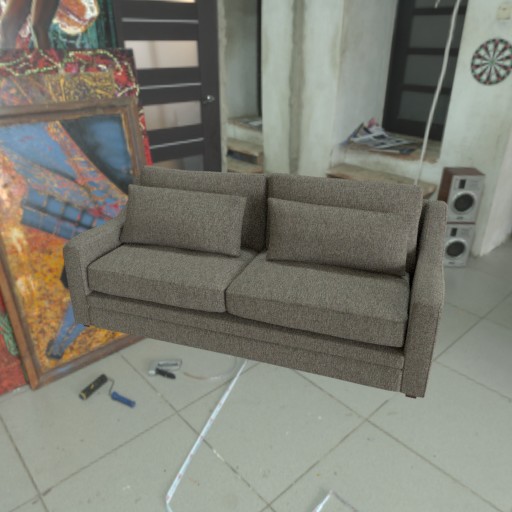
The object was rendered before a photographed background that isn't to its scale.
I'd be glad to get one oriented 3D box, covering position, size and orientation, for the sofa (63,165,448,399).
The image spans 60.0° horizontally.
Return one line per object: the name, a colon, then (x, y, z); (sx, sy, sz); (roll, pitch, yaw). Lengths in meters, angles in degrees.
sofa: (0.000, 0.000, 3.061); (2.418, 0.998, 1.103); (8, 27, 16)
